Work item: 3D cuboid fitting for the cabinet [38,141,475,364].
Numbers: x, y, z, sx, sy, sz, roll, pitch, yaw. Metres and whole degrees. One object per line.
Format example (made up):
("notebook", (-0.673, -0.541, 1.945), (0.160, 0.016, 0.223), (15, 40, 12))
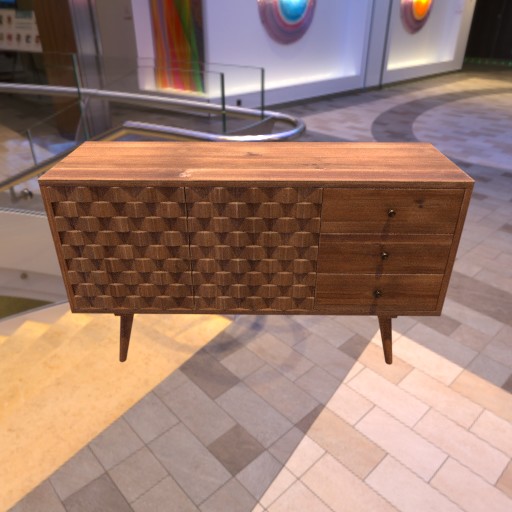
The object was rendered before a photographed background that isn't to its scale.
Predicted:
("cabinet", (0.000, 0.000, 1.799), (1.400, 0.800, 0.472), (0, 30, 1))
